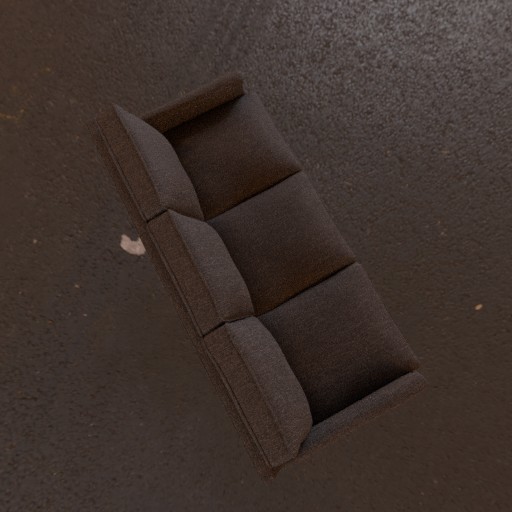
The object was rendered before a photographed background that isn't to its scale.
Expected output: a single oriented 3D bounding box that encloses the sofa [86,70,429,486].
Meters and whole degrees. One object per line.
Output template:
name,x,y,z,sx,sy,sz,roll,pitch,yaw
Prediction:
sofa,0.000,0.000,2.693,1.084,1.003,2.246,-27,78,-6
